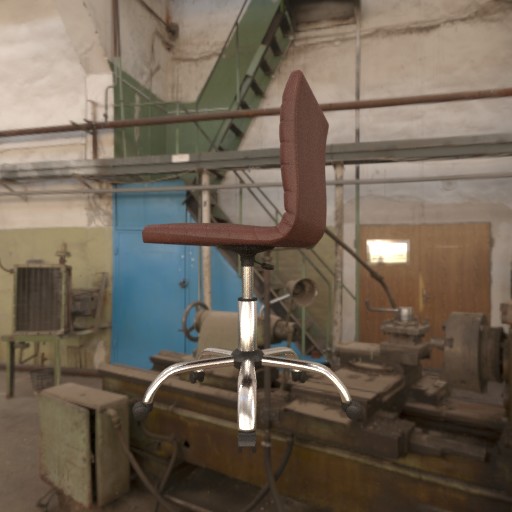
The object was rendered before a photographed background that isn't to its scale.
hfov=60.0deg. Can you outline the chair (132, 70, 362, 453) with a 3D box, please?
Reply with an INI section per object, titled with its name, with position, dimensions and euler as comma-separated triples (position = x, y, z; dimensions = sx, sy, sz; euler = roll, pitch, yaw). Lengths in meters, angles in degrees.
[chair]
position = 0.000, 0.000, 1.143
dimensions = 0.530, 0.780, 0.556
euler = 0, 0, 18
